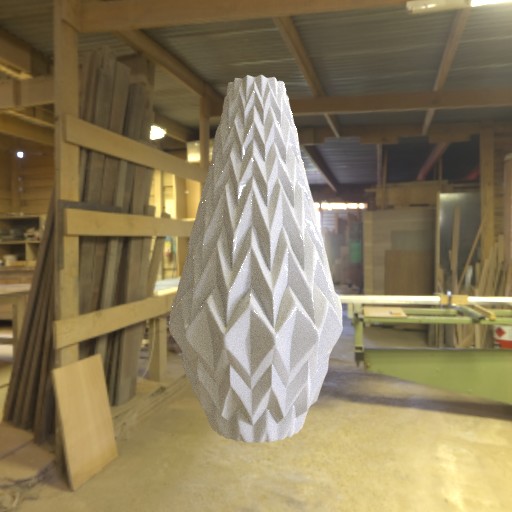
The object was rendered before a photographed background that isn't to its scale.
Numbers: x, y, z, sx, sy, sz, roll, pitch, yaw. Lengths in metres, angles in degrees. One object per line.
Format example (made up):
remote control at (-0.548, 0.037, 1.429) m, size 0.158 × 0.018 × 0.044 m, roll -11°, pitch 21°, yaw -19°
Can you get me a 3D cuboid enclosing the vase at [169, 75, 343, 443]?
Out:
vase at (0.000, 0.000, 0.428) m, size 0.167 × 0.328 × 0.167 m, roll 0°, pitch 1°, yaw 0°
